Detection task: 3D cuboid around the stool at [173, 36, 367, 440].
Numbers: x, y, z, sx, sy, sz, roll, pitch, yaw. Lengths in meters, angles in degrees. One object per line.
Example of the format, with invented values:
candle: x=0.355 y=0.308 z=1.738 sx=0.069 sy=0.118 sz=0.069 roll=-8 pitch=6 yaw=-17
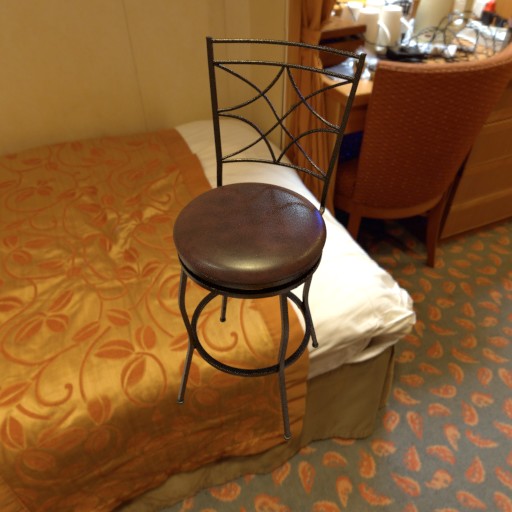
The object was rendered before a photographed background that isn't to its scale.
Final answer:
stool: x=0.000 y=0.000 z=1.375 sx=0.434 sy=1.117 sz=0.534 roll=13 pitch=44 yaw=14
